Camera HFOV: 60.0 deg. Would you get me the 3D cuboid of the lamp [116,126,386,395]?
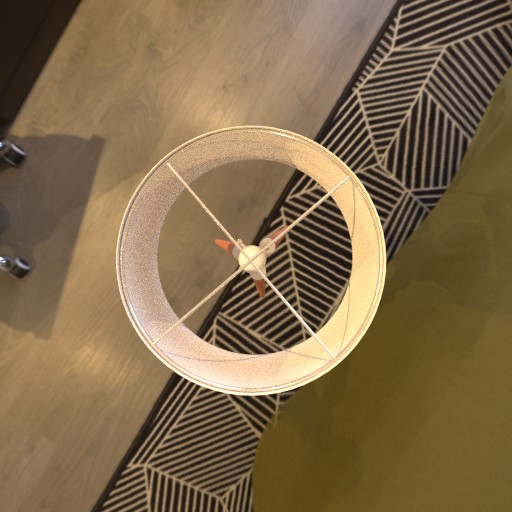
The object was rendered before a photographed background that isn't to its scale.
[{"bbox_3d":[0.000,0.000,0.935,0.355,0.709,0.354,0,91,1],"label":"lamp"}]
